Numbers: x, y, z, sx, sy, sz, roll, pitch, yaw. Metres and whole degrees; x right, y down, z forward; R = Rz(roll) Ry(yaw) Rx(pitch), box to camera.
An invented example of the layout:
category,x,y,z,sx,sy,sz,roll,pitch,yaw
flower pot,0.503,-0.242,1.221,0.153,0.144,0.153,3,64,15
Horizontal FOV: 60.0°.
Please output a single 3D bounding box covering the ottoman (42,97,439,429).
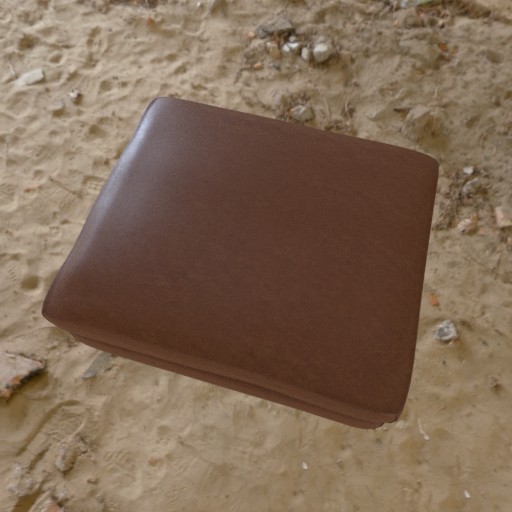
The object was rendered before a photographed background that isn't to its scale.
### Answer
category,x,y,z,sx,sy,sz,roll,pitch,yaw
ottoman,0.000,0.000,1.442,0.987,0.472,0.836,15,65,7
